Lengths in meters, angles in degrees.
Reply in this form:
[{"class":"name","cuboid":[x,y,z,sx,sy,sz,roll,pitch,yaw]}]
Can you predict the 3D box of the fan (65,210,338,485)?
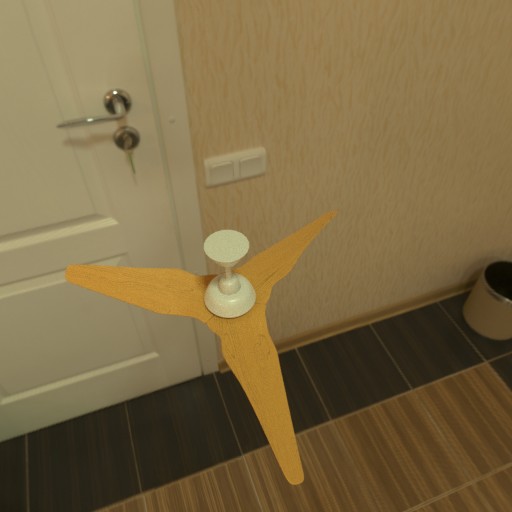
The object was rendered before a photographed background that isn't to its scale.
[{"class":"fan","cuboid":[0.000,0.000,1.619,1.142,0.355,1.010,32,54,26]}]
